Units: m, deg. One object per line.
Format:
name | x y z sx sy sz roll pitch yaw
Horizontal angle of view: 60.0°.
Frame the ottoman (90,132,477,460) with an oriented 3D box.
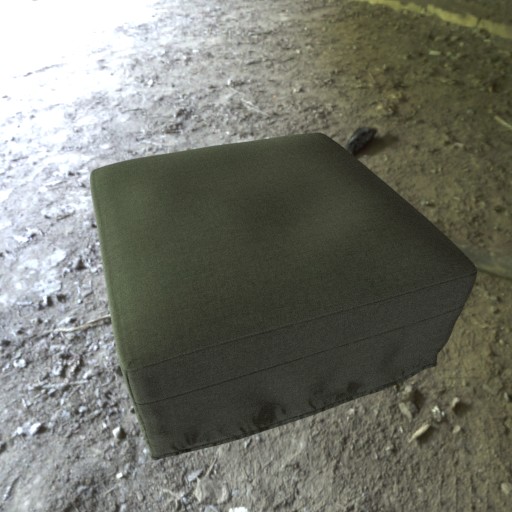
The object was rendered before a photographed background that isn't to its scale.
ottoman | 0.000 0.000 1.311 0.840 0.436 0.843 -13 41 -16
